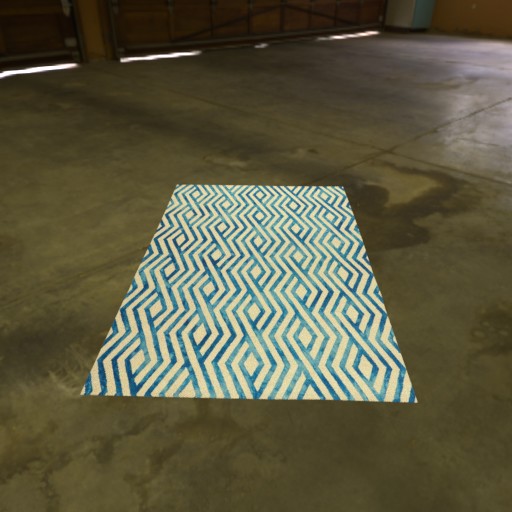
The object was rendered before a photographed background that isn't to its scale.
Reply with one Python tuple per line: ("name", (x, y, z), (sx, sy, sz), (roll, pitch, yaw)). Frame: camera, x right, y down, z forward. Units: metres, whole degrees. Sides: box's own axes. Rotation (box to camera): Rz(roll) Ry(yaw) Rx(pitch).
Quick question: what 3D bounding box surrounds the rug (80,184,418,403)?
("rug", (0.000, 0.000, 3.035), (1.531, 0.008, 2.439), (1, 32, 1))
